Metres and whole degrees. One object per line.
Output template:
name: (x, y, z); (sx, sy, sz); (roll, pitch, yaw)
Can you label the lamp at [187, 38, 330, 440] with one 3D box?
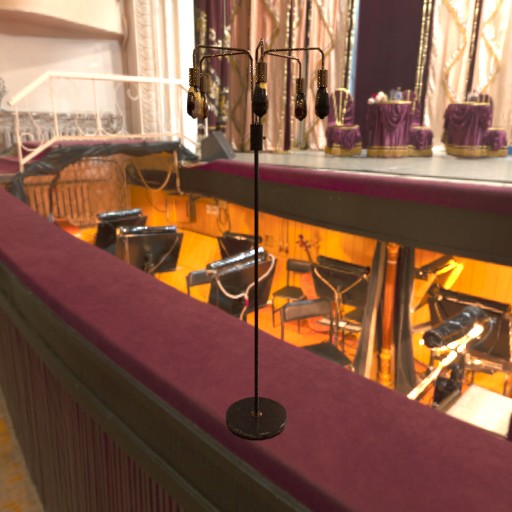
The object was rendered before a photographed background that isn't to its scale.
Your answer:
lamp: (0.000, 0.000, 2.019); (0.599, 1.721, 0.572); (-15, 21, -43)
